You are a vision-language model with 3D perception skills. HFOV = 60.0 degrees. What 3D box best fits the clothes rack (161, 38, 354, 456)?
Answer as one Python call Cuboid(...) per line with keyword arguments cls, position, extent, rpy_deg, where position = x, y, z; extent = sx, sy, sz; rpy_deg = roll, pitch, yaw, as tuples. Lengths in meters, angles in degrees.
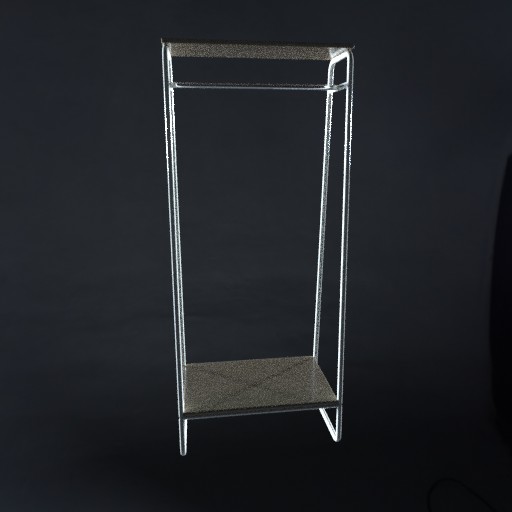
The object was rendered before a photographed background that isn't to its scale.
Cuboid(cls="clothes rack", position=(0.000, 0.000, 1.751), extent=(0.640, 1.512, 0.400), rpy_deg=(-2, 15, -8))
